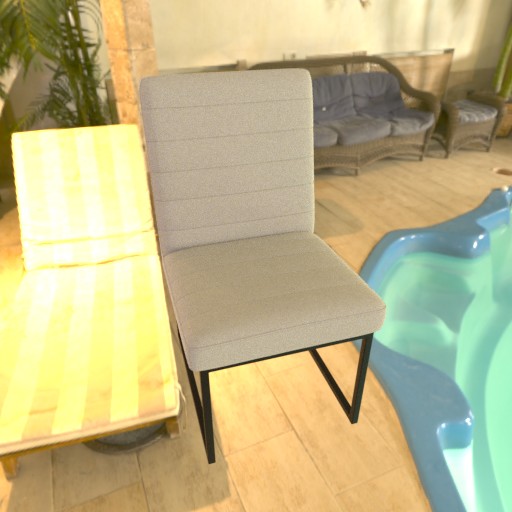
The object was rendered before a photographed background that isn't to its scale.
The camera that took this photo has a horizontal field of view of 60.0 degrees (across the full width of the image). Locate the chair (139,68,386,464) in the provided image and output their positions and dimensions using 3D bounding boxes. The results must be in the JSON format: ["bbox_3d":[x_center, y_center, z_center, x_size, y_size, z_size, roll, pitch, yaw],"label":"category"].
[{"bbox_3d":[0.000,0.000,1.295,0.520,0.930,0.634,-9,33,-15],"label":"chair"}]
